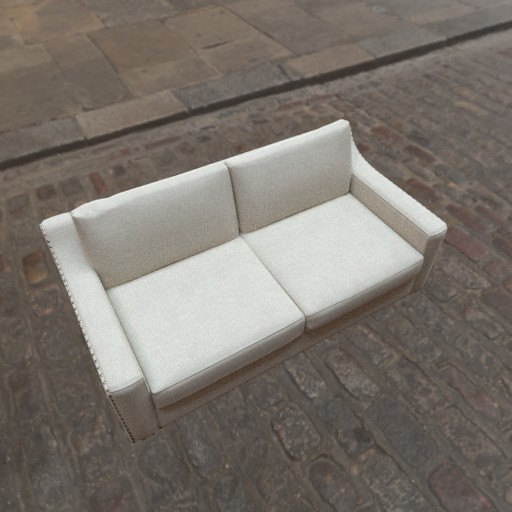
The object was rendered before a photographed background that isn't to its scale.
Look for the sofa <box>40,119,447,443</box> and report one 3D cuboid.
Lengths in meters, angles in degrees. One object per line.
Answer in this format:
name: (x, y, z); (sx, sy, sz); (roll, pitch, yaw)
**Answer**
sofa: (0.000, 0.000, 2.696); (2.107, 0.983, 1.104); (-23, 51, -21)
